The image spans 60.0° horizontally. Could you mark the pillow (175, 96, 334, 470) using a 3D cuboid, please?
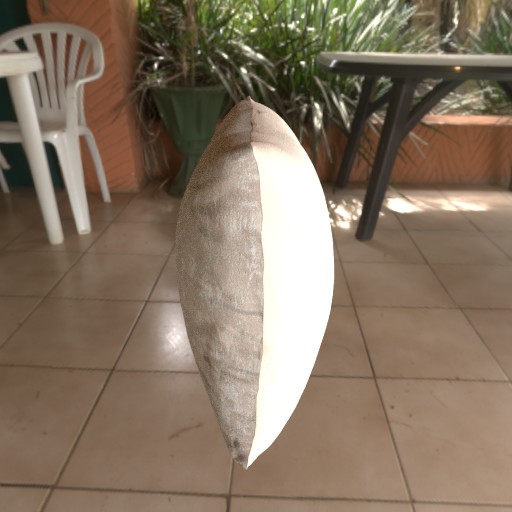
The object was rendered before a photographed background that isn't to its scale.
[{"bbox_3d":[0.000,0.000,0.719,0.245,0.448,0.450,1,26,1],"label":"pillow"}]
